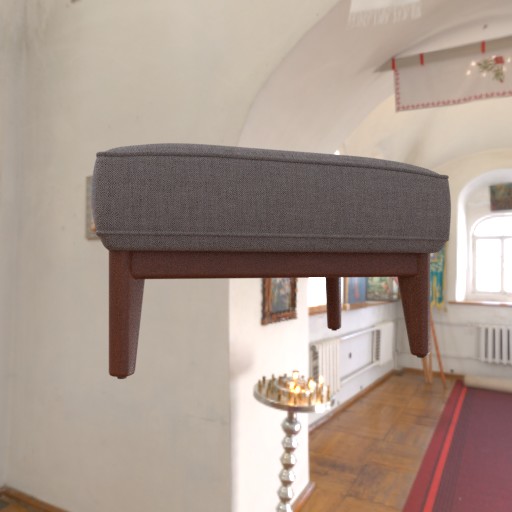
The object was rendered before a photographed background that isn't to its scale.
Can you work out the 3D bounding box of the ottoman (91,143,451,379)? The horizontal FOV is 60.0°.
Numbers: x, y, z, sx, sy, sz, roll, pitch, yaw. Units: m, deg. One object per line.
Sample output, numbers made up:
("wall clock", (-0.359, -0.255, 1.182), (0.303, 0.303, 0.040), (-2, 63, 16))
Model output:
("ottoman", (0.000, 0.000, 1.111), (0.750, 0.458, 0.555), (0, -1, -17))
